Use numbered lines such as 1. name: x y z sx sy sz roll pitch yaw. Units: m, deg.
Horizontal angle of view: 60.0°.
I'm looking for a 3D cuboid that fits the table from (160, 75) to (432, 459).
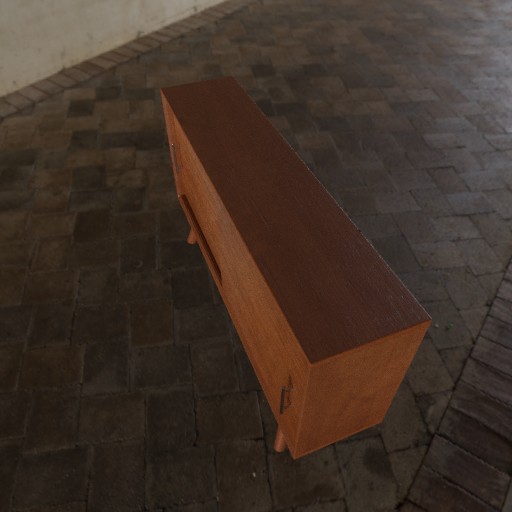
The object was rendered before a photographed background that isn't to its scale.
1. table: 0.000 0.000 1.518 0.308 0.698 1.220 -16 49 -15
